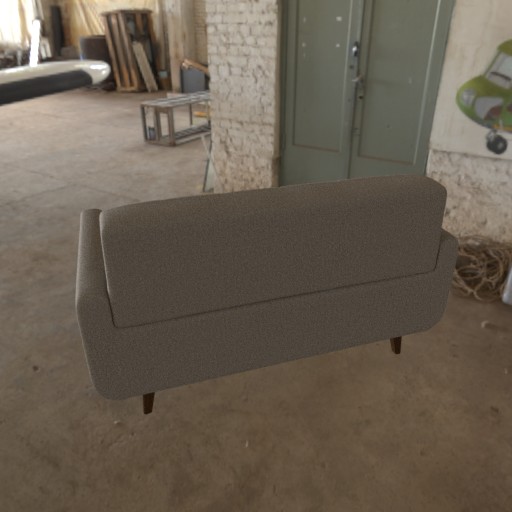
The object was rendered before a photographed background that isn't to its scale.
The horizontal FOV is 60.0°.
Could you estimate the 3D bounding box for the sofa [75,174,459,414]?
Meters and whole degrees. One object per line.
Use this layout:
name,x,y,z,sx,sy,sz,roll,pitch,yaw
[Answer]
sofa,0.000,0.000,2.245,1.651,0.925,0.952,-9,28,-16
